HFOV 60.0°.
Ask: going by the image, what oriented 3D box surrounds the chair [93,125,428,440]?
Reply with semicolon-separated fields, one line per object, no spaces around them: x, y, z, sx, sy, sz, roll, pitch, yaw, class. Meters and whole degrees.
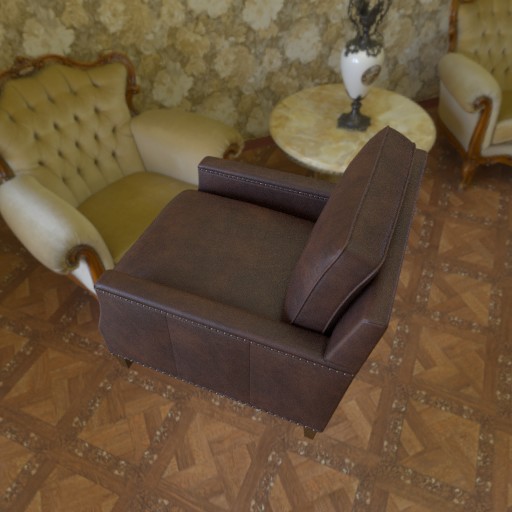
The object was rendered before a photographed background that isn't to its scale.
0.000;0.000;1.704;1.014;0.929;0.853;16;47;15;chair
